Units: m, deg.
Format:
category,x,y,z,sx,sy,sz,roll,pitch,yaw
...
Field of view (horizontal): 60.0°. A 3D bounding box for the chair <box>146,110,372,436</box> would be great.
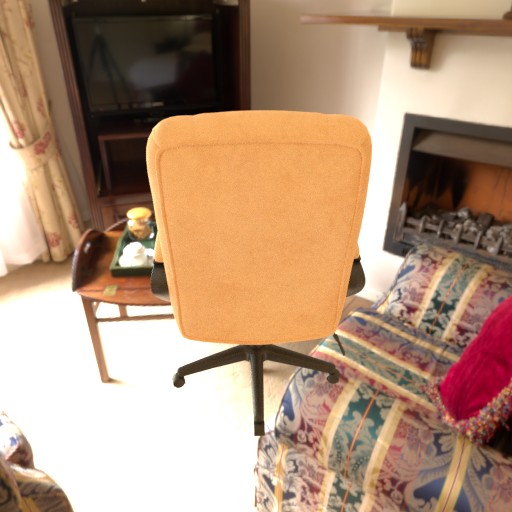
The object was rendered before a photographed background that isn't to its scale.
category,x,y,z,sx,sy,sz,roll,pitch,yaw
chair,0.000,0.000,1.530,0.667,1.105,0.724,-1,30,-2
